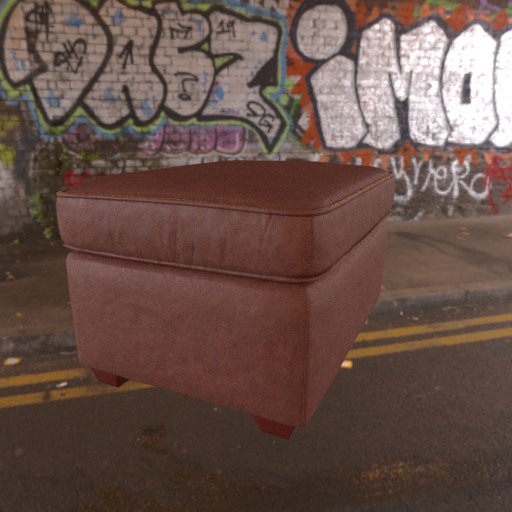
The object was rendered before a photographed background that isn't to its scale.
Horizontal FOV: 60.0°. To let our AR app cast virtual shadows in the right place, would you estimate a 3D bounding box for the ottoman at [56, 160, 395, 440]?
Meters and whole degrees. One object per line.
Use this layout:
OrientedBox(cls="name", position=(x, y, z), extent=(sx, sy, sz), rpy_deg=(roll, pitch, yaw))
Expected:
OrientedBox(cls="ottoman", position=(0.000, 0.000, 1.086), extent=(0.548, 0.449, 0.749), rpy_deg=(7, 17, 24))
